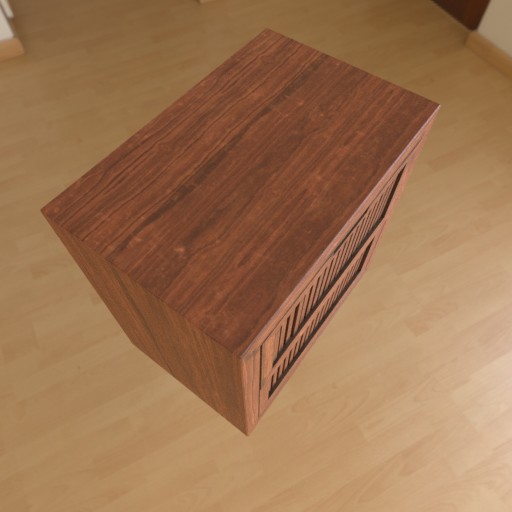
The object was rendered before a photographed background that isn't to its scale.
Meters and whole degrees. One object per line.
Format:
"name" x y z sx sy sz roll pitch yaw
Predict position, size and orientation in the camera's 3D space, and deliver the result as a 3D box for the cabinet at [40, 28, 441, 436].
"cabinet" 0.000 0.000 1.059 0.410 0.695 0.607 33 64 18
